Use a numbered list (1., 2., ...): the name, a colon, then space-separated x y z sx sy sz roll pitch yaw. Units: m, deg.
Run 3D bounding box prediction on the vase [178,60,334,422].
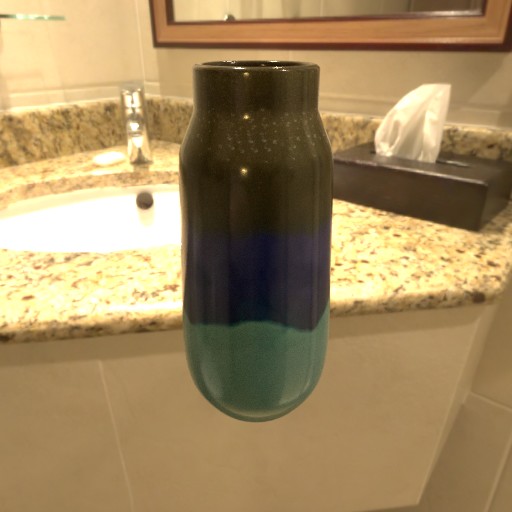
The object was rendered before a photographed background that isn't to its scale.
1. vase: 0.000 0.000 0.392 0.139 0.313 0.139 0 26 0
